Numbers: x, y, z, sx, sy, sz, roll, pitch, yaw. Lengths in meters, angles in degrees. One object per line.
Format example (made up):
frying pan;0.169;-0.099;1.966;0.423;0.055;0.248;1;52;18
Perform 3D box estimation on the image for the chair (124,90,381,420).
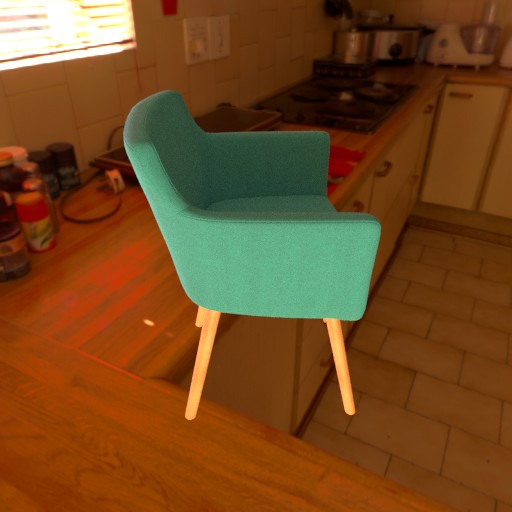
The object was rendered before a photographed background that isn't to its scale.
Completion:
chair;0.000;0.000;1.166;0.540;0.780;0.570;-1;32;-2
